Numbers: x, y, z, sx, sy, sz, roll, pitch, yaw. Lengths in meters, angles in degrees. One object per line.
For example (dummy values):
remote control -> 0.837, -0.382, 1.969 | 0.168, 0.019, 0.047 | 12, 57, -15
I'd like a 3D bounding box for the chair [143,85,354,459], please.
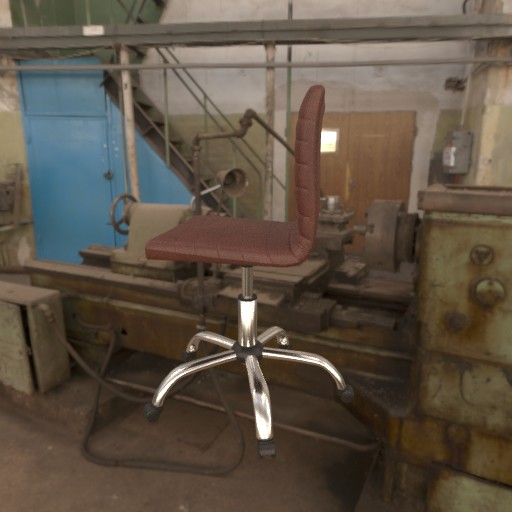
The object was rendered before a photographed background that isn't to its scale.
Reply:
chair -> 0.000, 0.000, 1.134 | 0.530, 0.780, 0.556 | 2, 14, 8
